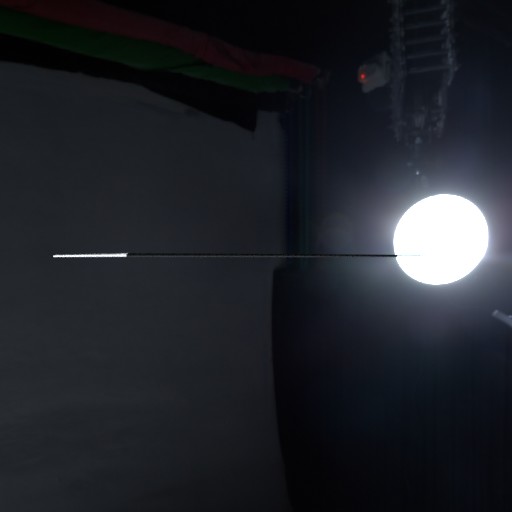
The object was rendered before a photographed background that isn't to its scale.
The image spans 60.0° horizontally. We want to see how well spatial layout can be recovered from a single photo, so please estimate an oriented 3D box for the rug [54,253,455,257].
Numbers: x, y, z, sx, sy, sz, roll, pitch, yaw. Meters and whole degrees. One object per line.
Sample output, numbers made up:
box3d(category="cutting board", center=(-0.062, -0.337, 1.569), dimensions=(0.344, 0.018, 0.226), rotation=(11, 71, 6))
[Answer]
box3d(category="rug", center=(0.000, 0.000, 3.630), dimensions=(2.746, 0.018, 1.819), rotation=(0, 0, -35))
